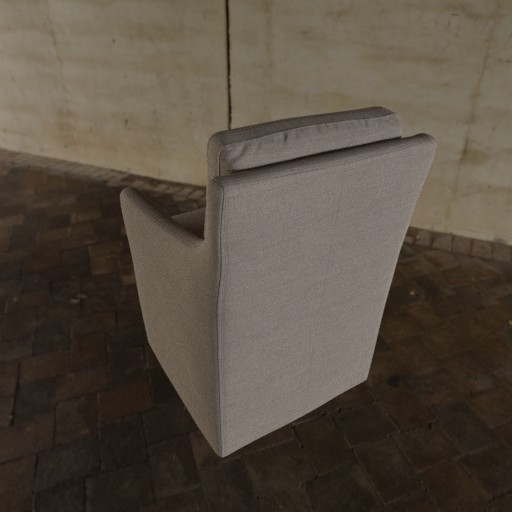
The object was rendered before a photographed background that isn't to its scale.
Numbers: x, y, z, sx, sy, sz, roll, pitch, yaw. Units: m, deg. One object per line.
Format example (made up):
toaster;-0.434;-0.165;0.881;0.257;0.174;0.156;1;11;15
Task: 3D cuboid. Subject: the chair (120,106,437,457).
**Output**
chair;0.000;0.000;1.354;0.626;0.914;0.694;-18;35;-27
